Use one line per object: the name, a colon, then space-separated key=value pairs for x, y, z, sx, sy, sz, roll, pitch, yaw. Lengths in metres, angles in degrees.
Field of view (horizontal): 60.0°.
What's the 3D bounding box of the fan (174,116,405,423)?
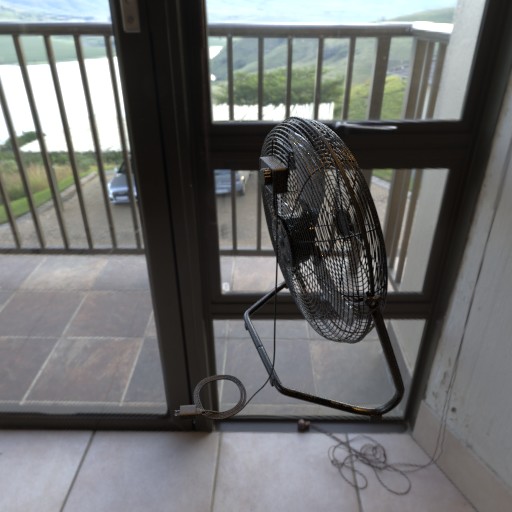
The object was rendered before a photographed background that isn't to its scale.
fan: x=0.000 y=0.000 z=0.923 sx=0.424 sy=0.546 sz=0.555 roll=-9 pitch=31 yaw=-15
